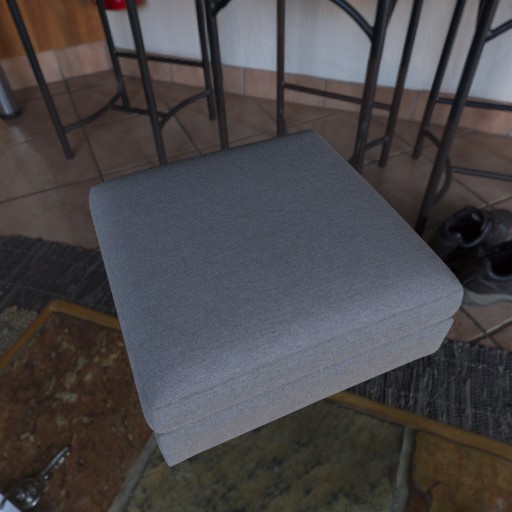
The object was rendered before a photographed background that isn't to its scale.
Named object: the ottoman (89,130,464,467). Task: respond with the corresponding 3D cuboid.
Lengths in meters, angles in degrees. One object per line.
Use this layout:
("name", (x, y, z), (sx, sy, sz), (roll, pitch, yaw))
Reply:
("ottoman", (0.000, 0.000, 1.643), (1.041, 0.470, 1.041), (-17, 49, -16))
